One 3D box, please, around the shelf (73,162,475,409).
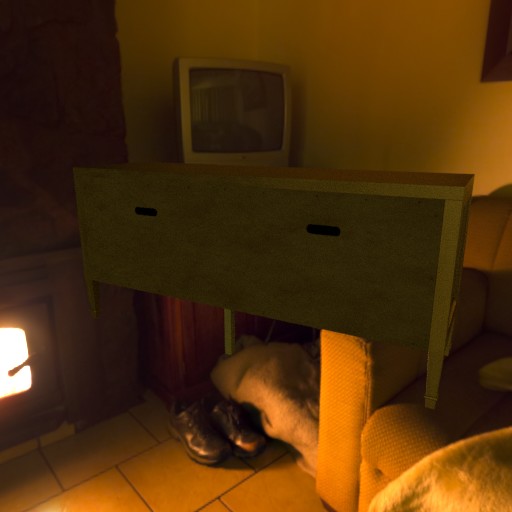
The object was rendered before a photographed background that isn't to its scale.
[{"bbox_3d":[0.000,0.000,1.886,1.575,0.719,0.479,8,17,27],"label":"shelf"}]
